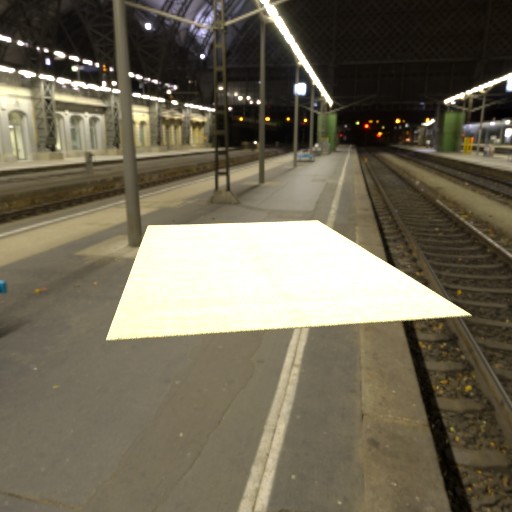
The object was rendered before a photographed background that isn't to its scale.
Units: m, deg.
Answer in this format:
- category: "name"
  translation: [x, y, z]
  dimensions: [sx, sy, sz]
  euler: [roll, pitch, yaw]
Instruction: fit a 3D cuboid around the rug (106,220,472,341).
- category: "rug"
  translation: [0.000, 0.000, 2.353]
  dimensions: [1.250, 0.015, 1.850]
  euler: [-2, 15, -9]
